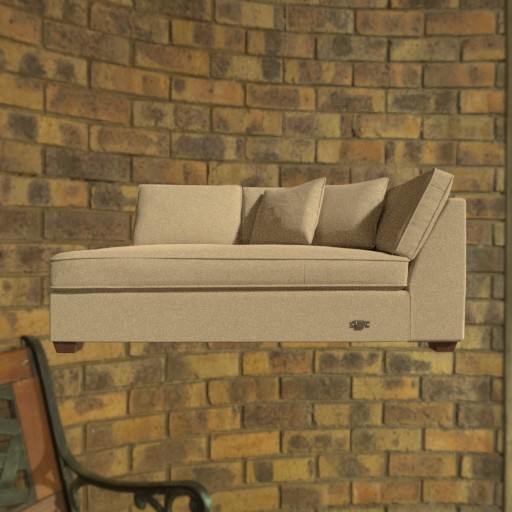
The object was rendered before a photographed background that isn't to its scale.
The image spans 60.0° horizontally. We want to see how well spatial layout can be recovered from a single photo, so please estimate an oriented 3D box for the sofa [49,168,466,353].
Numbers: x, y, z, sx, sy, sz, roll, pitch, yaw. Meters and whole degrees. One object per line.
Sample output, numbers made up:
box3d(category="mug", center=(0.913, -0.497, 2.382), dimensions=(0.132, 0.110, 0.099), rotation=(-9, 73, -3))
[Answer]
box3d(category="sofa", center=(0.000, 0.000, 2.851), dimensions=(2.237, 1.033, 1.110), rotation=(0, 0, 0))
